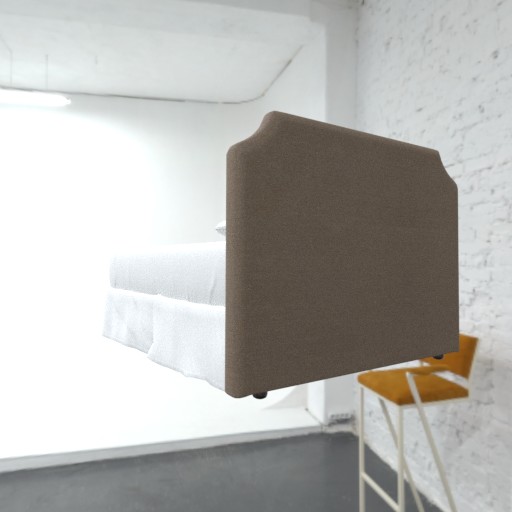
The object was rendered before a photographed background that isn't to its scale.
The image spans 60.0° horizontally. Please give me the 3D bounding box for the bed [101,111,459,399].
[{"bbox_3d":[0.000,0.000,3.185,1.693,1.290,2.116,0,-1,-35],"label":"bed"}]
